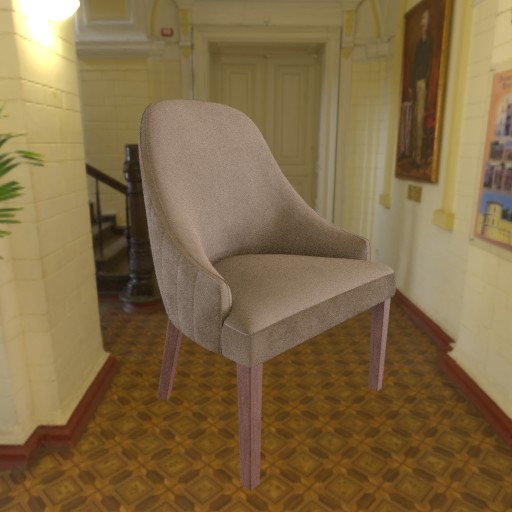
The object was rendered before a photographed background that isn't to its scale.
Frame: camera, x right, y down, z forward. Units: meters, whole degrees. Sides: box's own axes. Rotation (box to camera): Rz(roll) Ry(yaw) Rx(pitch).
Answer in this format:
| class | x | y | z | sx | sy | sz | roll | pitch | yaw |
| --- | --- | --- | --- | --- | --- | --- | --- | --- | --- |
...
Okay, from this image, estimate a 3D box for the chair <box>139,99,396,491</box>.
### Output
| class | x | y | z | sx | sy | sz | roll | pitch | yaw |
| --- | --- | --- | --- | --- | --- | --- | --- | --- | --- |
| chair | 0.000 | 0.000 | 1.280 | 0.575 | 0.889 | 0.643 | 13 | 19 | 42 |
